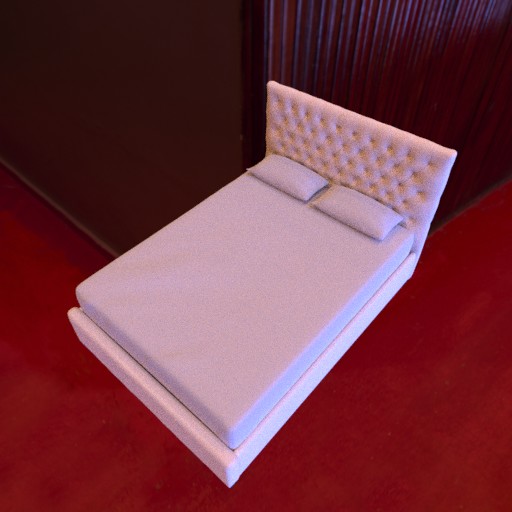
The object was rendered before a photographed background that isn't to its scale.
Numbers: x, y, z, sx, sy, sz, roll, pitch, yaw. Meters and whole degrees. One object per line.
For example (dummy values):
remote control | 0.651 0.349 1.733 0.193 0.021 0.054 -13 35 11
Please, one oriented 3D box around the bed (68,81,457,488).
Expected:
bed | 0.000 0.000 3.338 1.698 1.427 2.387 32 54 27
